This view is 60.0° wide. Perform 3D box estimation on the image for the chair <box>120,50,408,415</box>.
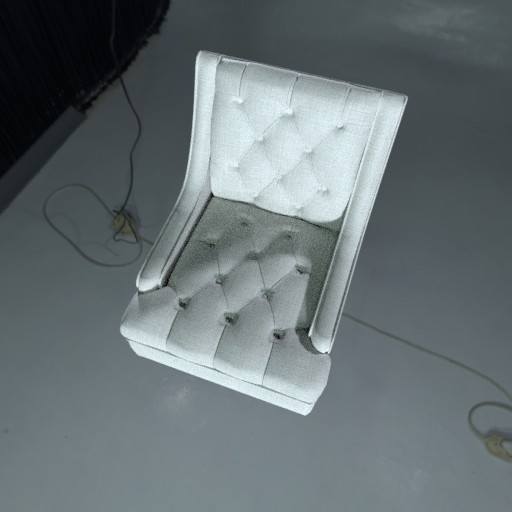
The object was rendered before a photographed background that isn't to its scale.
[{"bbox_3d":[0.000,0.000,1.457,0.658,0.891,0.772,17,59,10],"label":"chair"}]
